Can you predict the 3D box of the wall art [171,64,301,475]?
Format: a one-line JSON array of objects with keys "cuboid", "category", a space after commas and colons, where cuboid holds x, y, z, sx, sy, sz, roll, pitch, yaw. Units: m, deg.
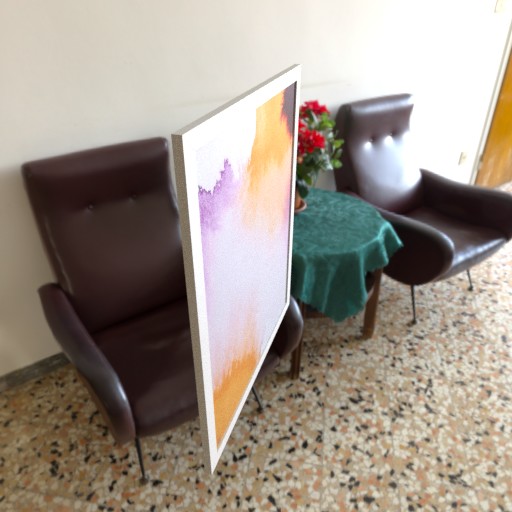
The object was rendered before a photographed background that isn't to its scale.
[{"cuboid": [0.000, 0.000, 0.774, 0.012, 0.557, 0.482, 10, 33, 16], "category": "wall art"}]
